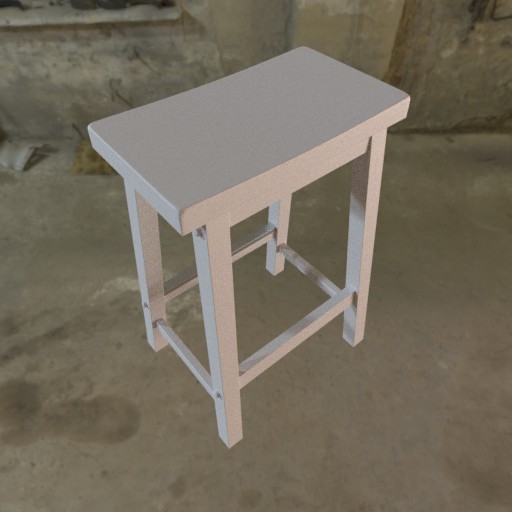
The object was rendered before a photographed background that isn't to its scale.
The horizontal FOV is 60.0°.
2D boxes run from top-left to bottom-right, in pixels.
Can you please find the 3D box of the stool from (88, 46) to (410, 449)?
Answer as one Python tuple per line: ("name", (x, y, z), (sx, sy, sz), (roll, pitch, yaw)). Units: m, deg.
("stool", (0.000, 0.000, 0.846), (0.406, 0.610, 0.322), (-31, 55, -26))
